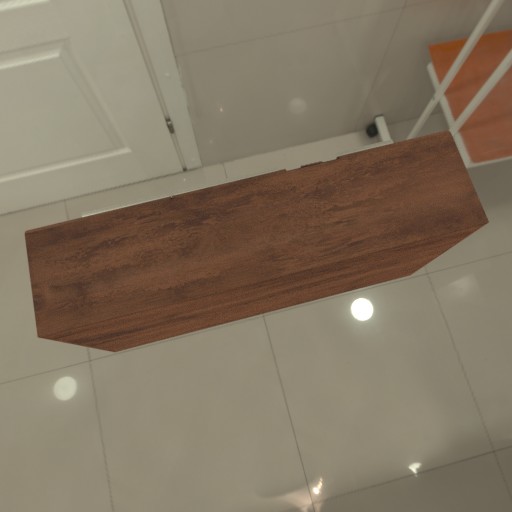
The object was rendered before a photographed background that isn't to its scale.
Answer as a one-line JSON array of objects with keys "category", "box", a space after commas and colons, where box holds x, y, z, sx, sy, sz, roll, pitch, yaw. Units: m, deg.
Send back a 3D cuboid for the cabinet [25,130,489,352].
[{"category": "cabinet", "box": [0.000, 0.000, 2.006, 1.600, 0.900, 0.420, -14, 75, -4]}]
